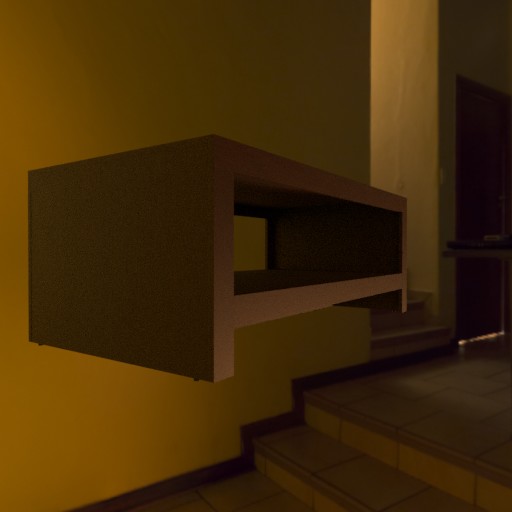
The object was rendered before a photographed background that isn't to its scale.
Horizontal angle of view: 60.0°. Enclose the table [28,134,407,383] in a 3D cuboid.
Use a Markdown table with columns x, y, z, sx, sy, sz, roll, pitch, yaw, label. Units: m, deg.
| x | y | z | sx | sy | sz | roll | pitch | yaw | label |
| --- | --- | --- | --- | --- | --- | --- | --- | --- | --- |
| 0.000 | 0.000 | 1.368 | 0.597 | 0.424 | 1.099 | 0 | 1 | 35 | table |
